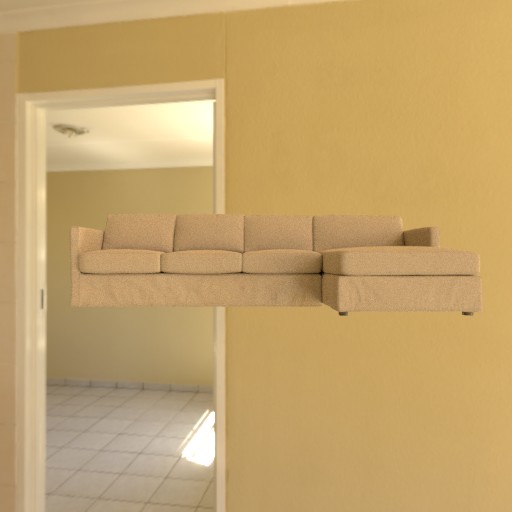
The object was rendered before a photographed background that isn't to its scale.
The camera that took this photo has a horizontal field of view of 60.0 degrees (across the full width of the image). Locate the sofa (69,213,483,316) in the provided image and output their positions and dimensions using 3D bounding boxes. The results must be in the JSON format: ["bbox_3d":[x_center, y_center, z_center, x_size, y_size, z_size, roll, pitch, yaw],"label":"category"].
[{"bbox_3d":[0.000,0.000,3.889,3.177,0.867,1.622,0,0,-1],"label":"sofa"}]
